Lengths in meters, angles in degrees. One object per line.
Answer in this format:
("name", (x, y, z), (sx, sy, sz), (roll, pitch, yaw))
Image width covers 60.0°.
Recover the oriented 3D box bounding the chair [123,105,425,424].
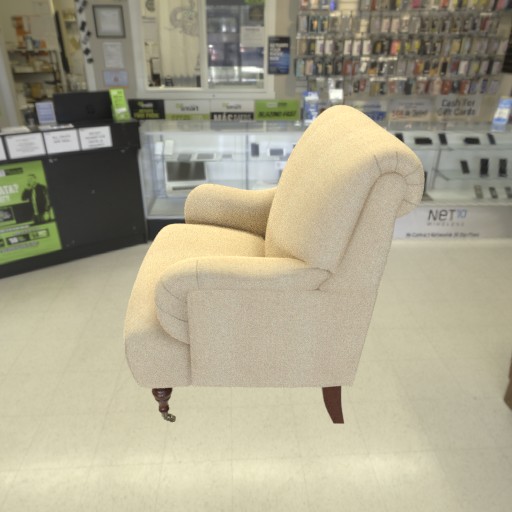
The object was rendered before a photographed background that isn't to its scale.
("chair", (0.000, 0.000, 1.567), (0.842, 0.944, 0.766), (0, 27, -1))
